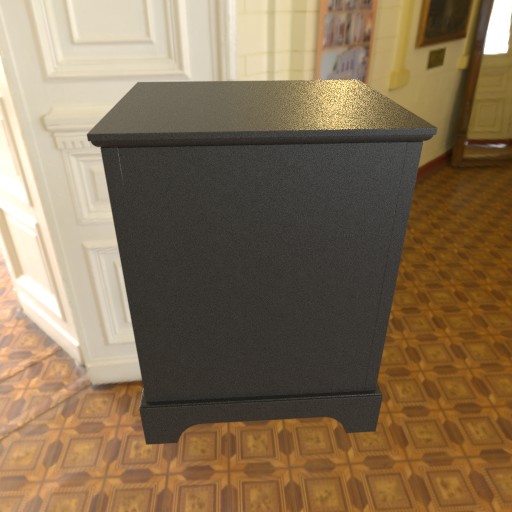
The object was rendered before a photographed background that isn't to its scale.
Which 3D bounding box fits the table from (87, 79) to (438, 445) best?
[{"bbox_3d":[0.000,0.000,0.902,0.460,0.610,0.399,-2,30,-3],"label":"table"}]
